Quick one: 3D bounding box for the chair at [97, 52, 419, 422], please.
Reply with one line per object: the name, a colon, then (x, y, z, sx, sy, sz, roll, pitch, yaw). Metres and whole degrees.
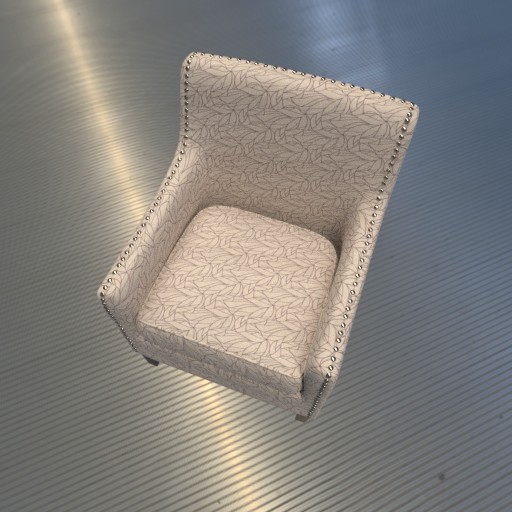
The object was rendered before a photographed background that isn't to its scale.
chair: (0.000, 0.000, 1.296, 0.623, 0.816, 0.651, 18, 60, 10)
